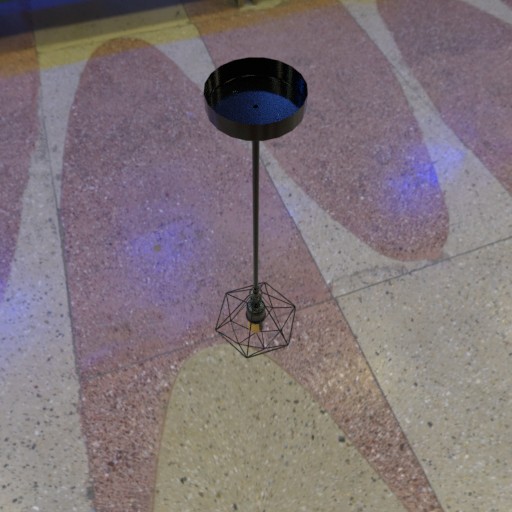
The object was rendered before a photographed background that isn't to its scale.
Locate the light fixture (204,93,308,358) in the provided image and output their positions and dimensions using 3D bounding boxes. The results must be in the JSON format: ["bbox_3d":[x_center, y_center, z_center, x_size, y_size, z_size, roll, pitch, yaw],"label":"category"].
[{"bbox_3d":[0.000,0.000,1.993,0.487,1.764,0.431,-15,59,-9],"label":"light fixture"}]
